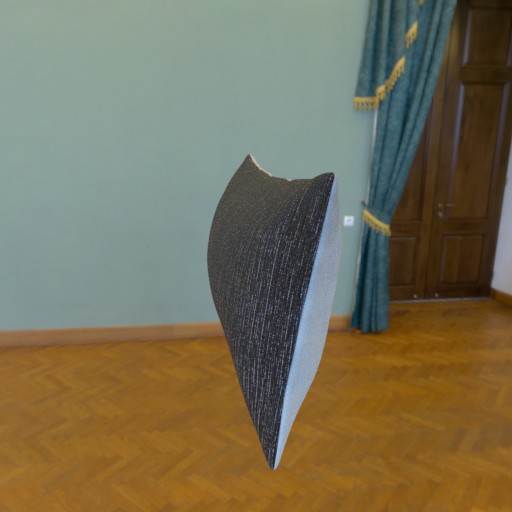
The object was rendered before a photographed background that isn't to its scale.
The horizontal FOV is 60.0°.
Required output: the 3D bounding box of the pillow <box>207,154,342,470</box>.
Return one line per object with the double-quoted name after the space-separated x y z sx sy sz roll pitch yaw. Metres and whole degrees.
0.000 0.000 0.717 0.156 0.305 0.608 -2 15 -8 "pillow"
